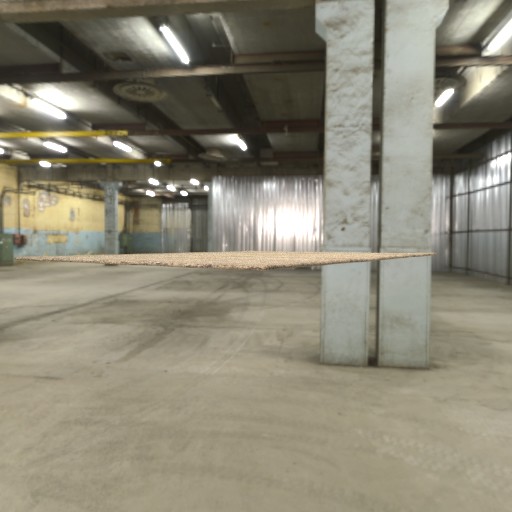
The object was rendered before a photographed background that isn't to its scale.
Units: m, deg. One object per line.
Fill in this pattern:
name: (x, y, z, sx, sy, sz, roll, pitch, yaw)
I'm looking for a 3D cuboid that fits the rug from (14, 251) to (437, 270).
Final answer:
rug: (0.000, 0.000, 4.094, 2.414, 0.036, 3.199, 1, 2, 36)
